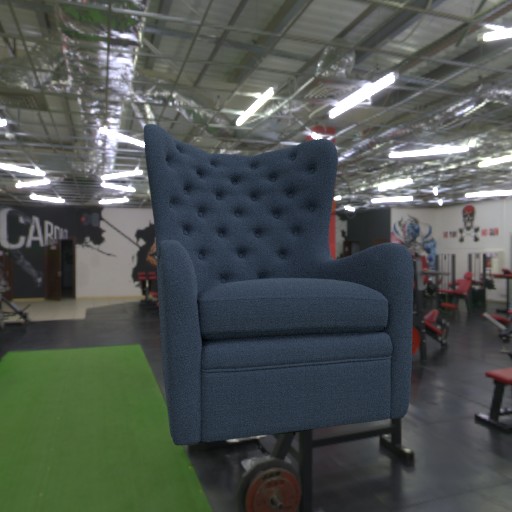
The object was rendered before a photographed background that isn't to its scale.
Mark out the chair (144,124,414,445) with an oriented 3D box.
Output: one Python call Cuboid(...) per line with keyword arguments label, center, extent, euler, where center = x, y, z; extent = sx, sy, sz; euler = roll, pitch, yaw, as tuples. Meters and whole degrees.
Cuboid(label="chair", center=(0.000, 0.000, 1.727), extent=(0.831, 1.079, 0.930), euler=(0, 1, -17))
